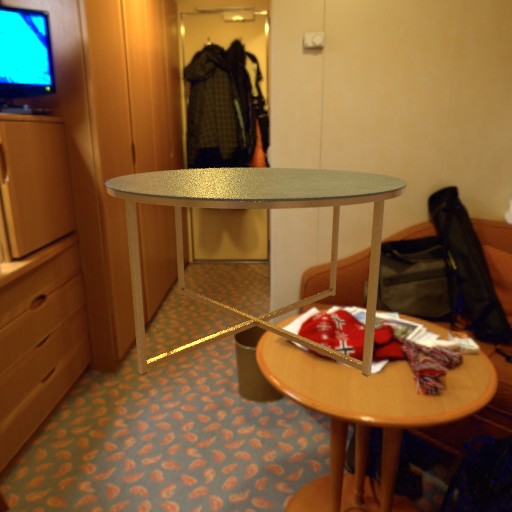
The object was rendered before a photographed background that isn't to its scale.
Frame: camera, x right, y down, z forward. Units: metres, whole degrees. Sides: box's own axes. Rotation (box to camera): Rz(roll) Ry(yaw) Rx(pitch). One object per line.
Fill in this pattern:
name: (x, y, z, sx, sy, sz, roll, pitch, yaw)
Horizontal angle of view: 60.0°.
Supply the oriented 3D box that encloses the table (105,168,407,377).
table: (0.000, 0.000, 1.299, 0.800, 0.450, 0.800, 0, 15, 0)
